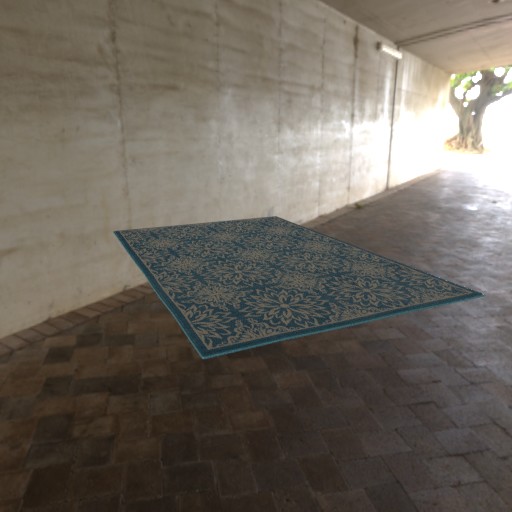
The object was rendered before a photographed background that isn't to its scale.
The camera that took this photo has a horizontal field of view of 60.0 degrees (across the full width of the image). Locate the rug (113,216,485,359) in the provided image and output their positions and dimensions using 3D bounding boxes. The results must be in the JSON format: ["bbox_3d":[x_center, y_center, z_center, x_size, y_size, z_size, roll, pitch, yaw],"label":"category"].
[{"bbox_3d":[0.000,0.000,2.356,1.211,0.012,1.833,-7,18,-24],"label":"rug"}]
